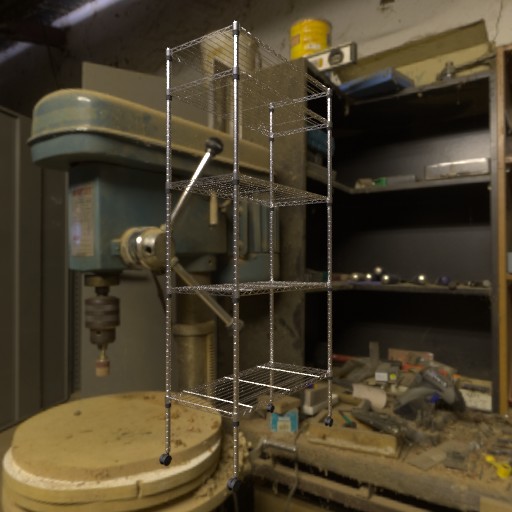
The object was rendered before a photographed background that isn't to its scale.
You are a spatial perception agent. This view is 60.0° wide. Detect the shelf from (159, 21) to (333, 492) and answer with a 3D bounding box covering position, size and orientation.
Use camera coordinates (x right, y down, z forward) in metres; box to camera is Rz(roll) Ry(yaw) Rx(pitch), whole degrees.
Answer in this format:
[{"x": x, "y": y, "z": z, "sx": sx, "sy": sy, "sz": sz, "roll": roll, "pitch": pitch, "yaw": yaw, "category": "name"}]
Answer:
[{"x": 0.000, "y": 0.000, "z": 1.887, "sx": 0.356, "sy": 1.587, "sz": 0.762, "roll": -1, "pitch": -1, "yaw": 35, "category": "shelf"}]
